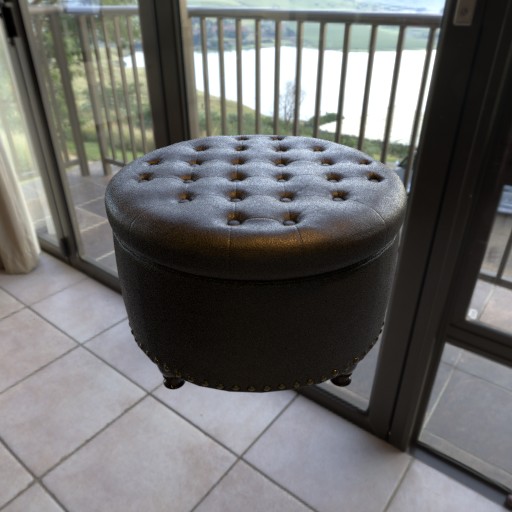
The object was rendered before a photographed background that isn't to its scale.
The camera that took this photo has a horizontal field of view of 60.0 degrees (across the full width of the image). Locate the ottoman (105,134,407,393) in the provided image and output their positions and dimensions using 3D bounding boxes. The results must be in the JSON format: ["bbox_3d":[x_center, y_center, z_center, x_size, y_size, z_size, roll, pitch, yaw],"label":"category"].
[{"bbox_3d":[0.000,0.000,1.064,0.637,0.442,0.637,0,31,0],"label":"ottoman"}]
